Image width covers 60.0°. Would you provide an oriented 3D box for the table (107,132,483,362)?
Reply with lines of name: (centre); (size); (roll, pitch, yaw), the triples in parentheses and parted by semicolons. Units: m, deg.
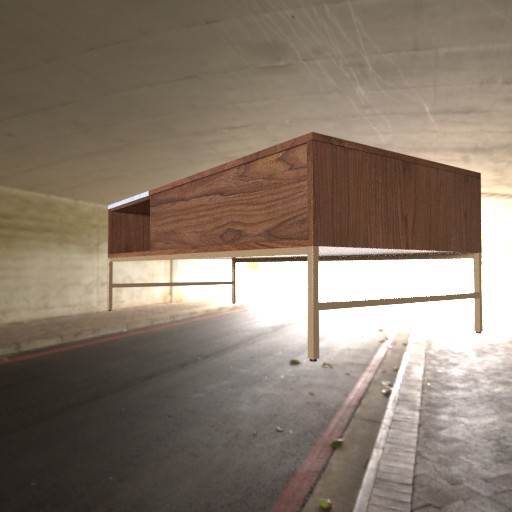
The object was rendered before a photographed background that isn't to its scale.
table: (0.000, 0.000, 1.918); (0.789, 0.551, 1.553); (1, -2, -36)
